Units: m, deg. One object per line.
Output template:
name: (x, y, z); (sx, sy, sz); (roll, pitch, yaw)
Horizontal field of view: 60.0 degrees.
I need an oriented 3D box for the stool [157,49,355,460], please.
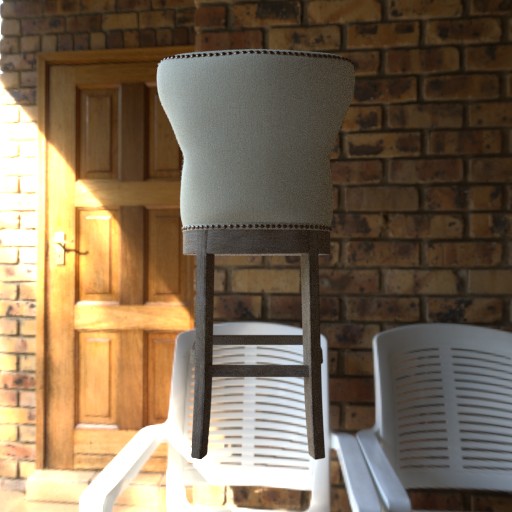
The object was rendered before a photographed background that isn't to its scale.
stool: (0.000, 0.000, 1.302); (0.498, 0.981, 0.608); (0, -1, 0)
